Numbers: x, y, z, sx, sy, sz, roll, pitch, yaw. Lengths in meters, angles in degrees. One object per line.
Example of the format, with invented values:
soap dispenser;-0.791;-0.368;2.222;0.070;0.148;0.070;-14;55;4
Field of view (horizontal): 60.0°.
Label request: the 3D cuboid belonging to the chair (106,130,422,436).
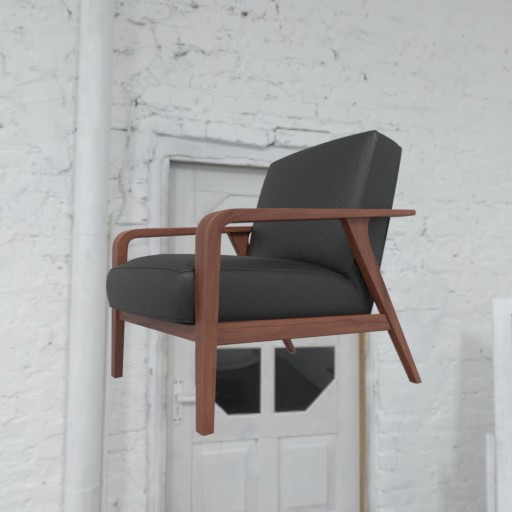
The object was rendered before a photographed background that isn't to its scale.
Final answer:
chair;0.000;0.000;1.533;0.889;0.861;0.719;1;-2;-35
